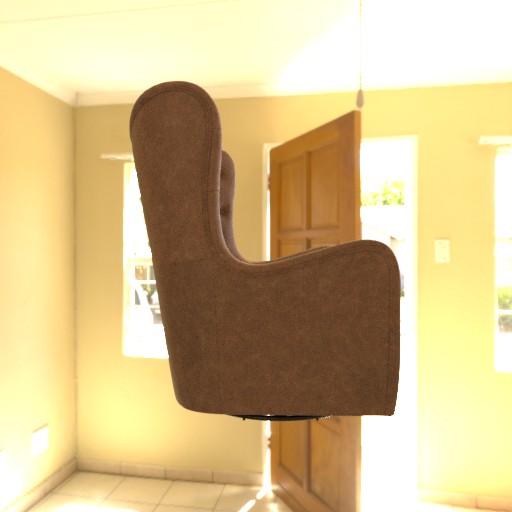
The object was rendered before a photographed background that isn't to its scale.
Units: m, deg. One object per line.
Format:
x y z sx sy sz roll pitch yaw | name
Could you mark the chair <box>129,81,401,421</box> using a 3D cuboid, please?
0.000 0.000 1.752 0.930 1.079 0.831 0 0 1 | chair
